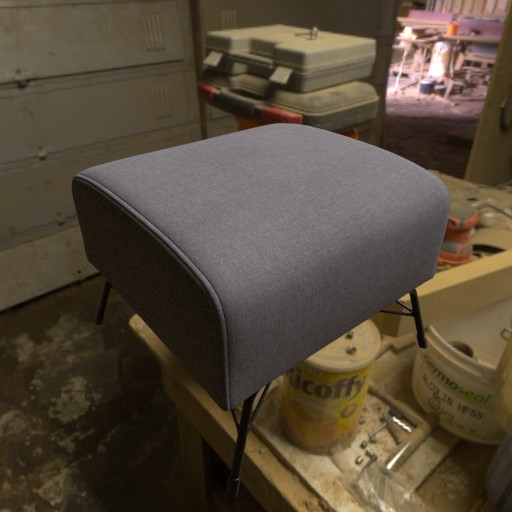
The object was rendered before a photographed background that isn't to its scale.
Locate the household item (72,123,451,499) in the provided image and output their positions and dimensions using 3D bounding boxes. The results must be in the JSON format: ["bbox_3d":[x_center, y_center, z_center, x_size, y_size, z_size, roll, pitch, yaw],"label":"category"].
[{"bbox_3d":[0.000,0.000,0.876,0.530,0.410,0.530,-24,39,-32],"label":"household item"}]
